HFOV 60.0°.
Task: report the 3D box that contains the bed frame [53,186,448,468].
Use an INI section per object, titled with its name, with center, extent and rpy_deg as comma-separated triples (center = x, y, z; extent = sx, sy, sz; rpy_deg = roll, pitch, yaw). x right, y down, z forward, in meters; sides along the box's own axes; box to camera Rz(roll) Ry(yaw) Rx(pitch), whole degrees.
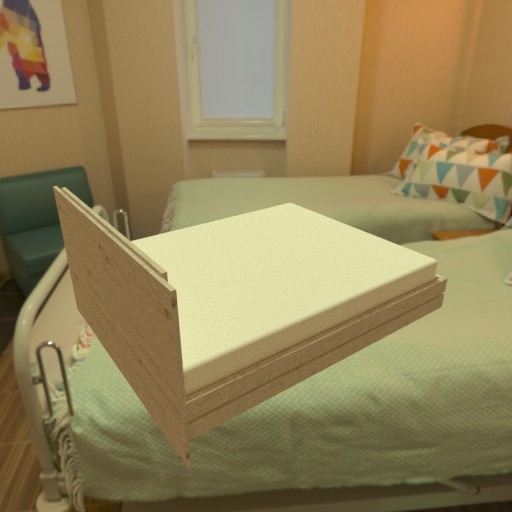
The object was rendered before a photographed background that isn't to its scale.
[bed frame]
center = 0.000, 0.000, 3.074
extent = 2.080, 0.970, 1.750
rpy_deg = -17, 30, -32
